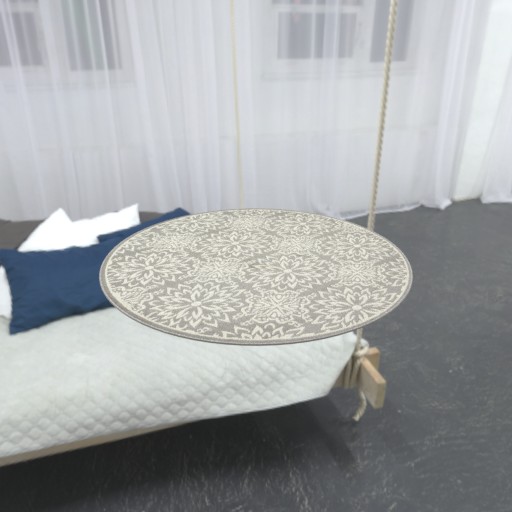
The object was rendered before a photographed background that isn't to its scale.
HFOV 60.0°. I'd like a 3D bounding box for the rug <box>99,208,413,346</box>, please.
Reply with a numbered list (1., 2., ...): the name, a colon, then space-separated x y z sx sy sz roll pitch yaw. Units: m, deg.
1. rug: 0.000 0.000 2.365 1.593 0.012 1.593 0 24 0
